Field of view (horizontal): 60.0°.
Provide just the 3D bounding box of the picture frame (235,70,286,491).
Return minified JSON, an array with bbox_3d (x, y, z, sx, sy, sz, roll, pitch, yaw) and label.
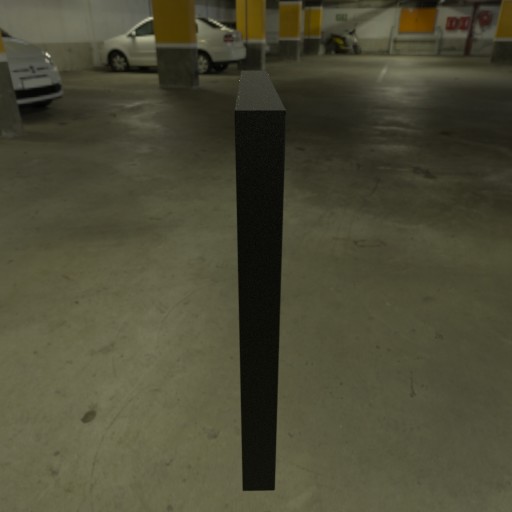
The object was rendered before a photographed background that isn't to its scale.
[{"bbox_3d":[0.000,0.000,0.519,0.034,0.378,0.328,0,27,-1],"label":"picture frame"}]
